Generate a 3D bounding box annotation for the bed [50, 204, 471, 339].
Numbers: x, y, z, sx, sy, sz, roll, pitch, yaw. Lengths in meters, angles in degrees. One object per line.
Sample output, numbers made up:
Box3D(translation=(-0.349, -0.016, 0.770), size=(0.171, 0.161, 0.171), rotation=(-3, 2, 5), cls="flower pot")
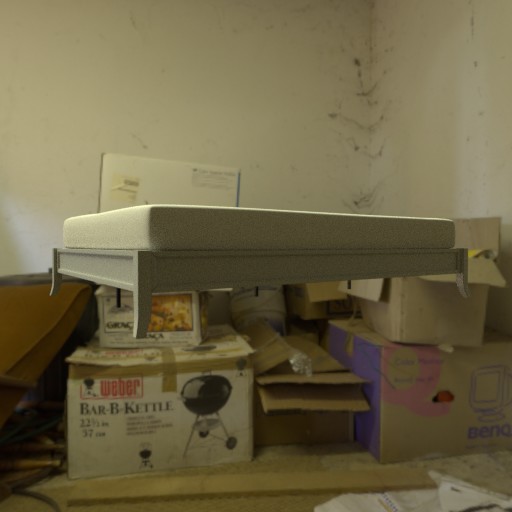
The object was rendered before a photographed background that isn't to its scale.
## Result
Box3D(translation=(0.000, 0.000, 2.775), size=(2.108, 0.510, 1.604), rotation=(-1, 2, -35), cls="bed")
